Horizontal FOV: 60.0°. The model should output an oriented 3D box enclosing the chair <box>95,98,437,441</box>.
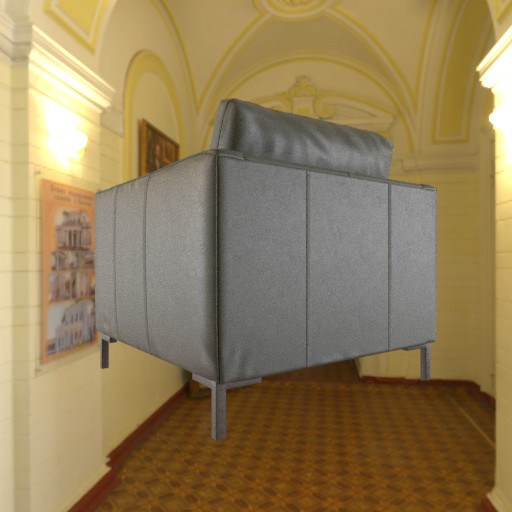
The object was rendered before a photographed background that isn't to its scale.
[{"bbox_3d":[0.000,0.000,1.496,0.967,0.824,0.861,0,0,-37],"label":"chair"}]
